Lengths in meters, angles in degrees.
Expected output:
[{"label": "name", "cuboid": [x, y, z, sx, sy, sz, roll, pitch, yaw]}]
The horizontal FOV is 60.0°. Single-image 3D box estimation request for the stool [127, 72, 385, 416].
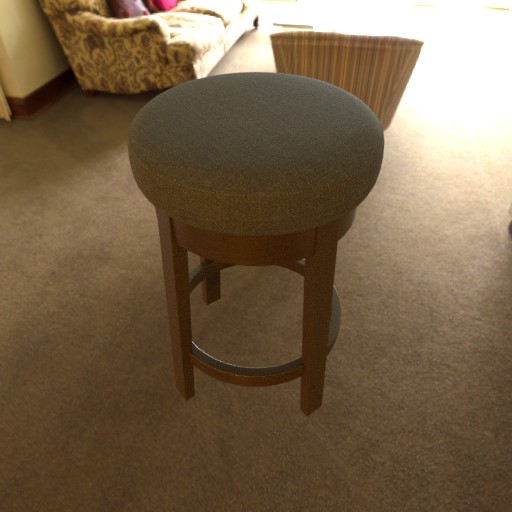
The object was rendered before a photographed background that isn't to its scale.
[{"label": "stool", "cuboid": [0.000, 0.000, 0.942, 0.449, 0.655, 0.449, 0, 42, 0]}]
